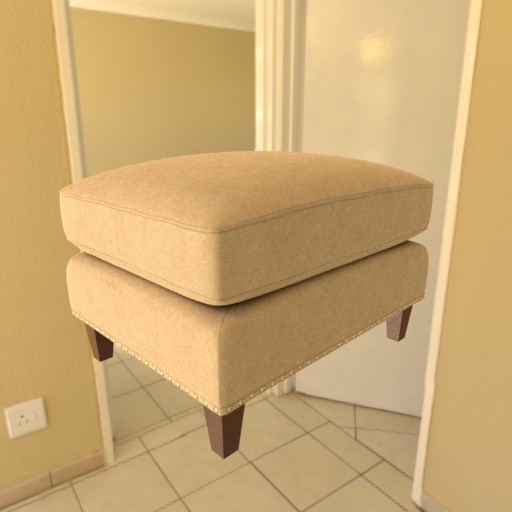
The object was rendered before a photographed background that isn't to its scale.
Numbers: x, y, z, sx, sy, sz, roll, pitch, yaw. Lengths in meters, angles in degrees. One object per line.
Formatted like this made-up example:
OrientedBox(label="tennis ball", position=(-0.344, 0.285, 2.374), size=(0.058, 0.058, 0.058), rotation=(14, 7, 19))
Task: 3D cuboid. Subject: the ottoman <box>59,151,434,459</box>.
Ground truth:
OrientedBox(label="ottoman", position=(0.000, 0.000, 1.121), size=(0.741, 0.513, 0.584), rotation=(-16, 23, -42))
